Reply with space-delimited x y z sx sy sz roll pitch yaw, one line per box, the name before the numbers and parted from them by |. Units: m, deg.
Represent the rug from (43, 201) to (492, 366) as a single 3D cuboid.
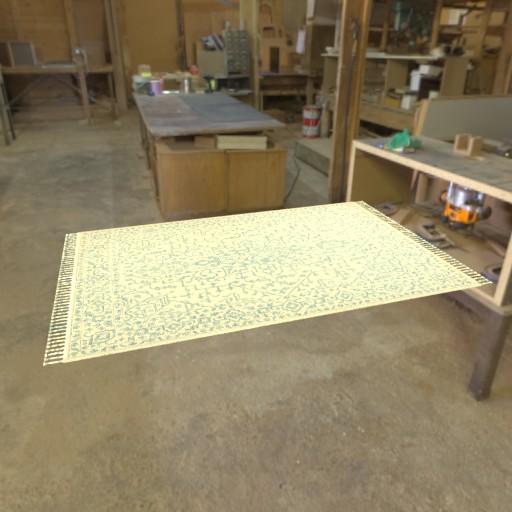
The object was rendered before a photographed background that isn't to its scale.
rug | 0.000 0.000 2.925 2.438 0.010 1.524 -8 27 -16
